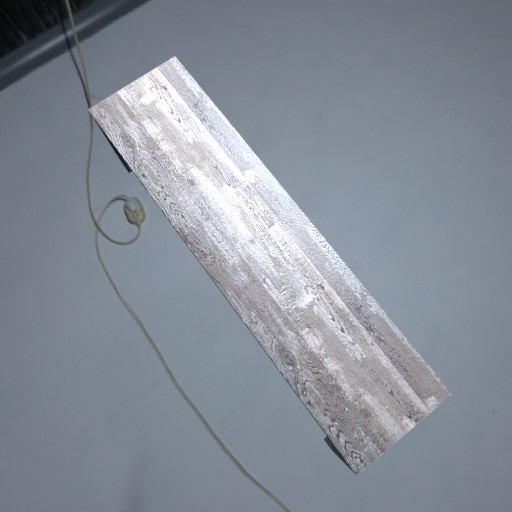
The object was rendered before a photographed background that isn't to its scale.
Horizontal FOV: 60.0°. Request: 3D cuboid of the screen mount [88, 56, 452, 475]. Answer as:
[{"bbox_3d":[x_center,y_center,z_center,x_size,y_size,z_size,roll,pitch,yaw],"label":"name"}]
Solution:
[{"bbox_3d":[0.000,0.000,1.709,0.395,0.450,1.524,-36,78,-9],"label":"screen mount"}]
